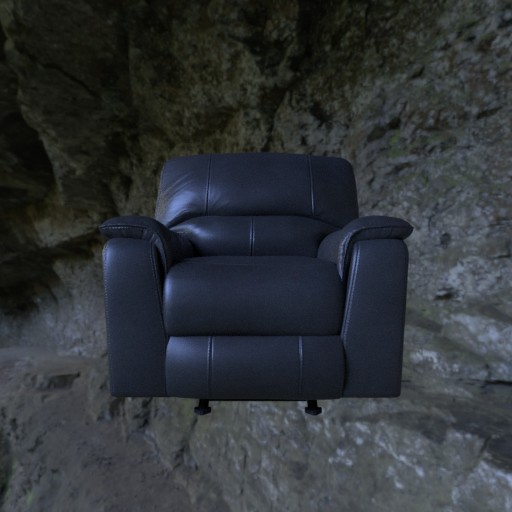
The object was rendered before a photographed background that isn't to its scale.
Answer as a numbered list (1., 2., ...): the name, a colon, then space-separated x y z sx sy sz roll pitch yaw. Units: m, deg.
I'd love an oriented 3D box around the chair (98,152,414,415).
1. chair: 0.000 0.000 1.953 1.096 1.109 1.087 0 -1 0
